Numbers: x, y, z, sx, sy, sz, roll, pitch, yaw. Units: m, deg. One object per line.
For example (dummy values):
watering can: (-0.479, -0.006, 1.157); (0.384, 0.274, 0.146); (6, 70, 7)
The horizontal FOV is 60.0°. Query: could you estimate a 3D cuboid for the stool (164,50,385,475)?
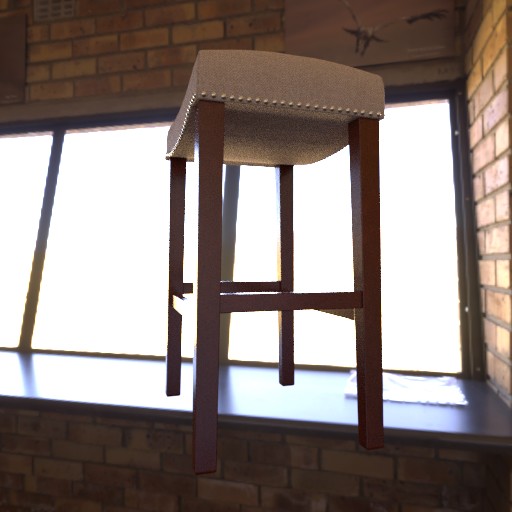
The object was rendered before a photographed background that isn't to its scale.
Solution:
stool: (0.000, 0.000, 1.026); (0.372, 0.742, 0.504); (0, -1, -17)
